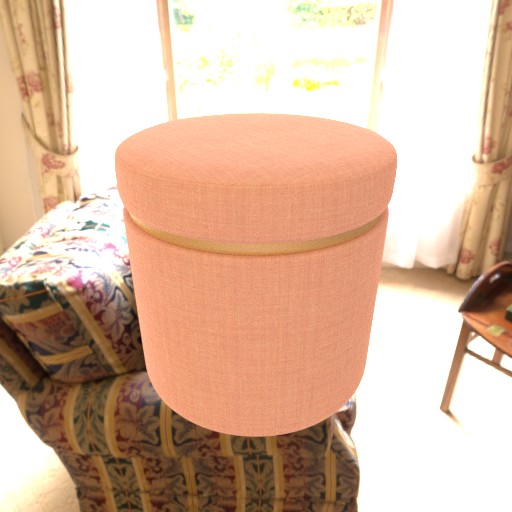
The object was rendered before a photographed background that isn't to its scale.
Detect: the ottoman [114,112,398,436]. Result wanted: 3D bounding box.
[{"bbox_3d":[0.000,0.000,0.728,0.400,0.406,0.400,0,28,0],"label":"ottoman"}]
